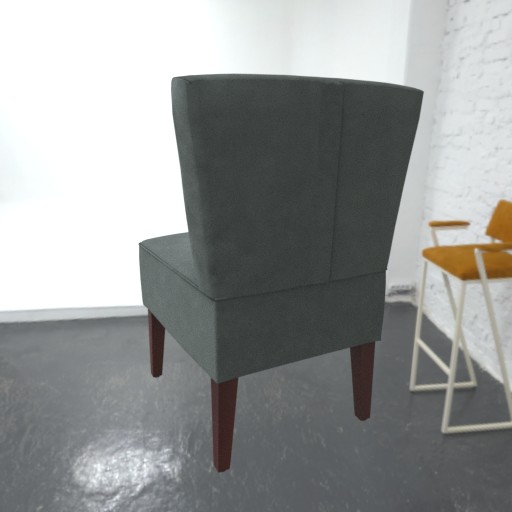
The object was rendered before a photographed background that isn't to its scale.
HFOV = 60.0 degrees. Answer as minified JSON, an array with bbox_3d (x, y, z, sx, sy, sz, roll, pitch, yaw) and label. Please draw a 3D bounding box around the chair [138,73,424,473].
[{"bbox_3d":[0.000,0.000,1.129,0.521,0.806,0.554,-8,18,-26],"label":"chair"}]
